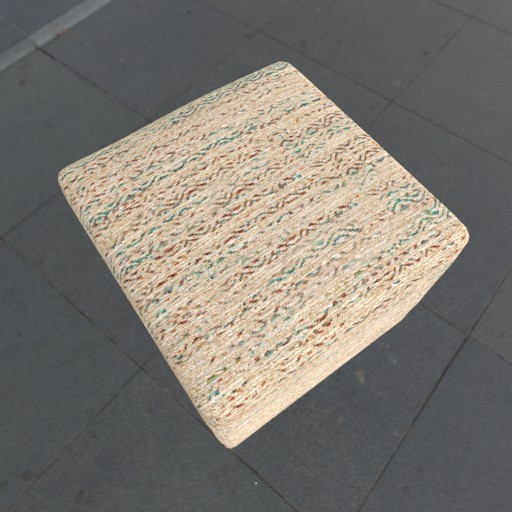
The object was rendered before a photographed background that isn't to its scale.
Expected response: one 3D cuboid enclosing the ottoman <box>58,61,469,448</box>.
[{"bbox_3d":[0.000,0.000,0.907,0.512,0.453,0.521,-32,67,-15],"label":"ottoman"}]
